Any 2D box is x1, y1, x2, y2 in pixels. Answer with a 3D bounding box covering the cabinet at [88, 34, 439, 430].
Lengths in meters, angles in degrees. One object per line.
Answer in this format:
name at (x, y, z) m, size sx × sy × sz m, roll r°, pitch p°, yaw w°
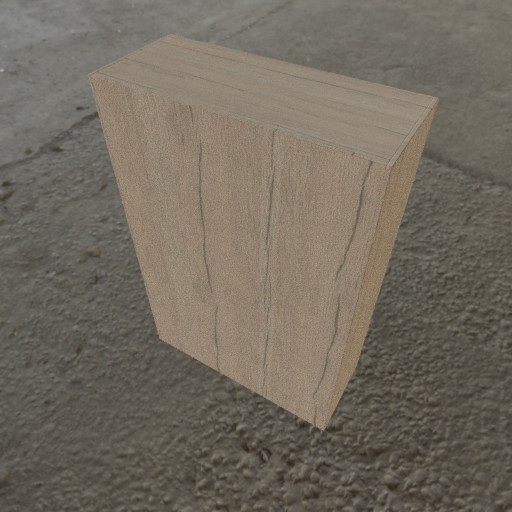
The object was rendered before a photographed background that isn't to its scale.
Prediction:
cabinet at (0.000, 0.000, 2.627) m, size 1.400 × 2.070 × 0.580 m, roll 23°, pitch 50°, yaw 21°
